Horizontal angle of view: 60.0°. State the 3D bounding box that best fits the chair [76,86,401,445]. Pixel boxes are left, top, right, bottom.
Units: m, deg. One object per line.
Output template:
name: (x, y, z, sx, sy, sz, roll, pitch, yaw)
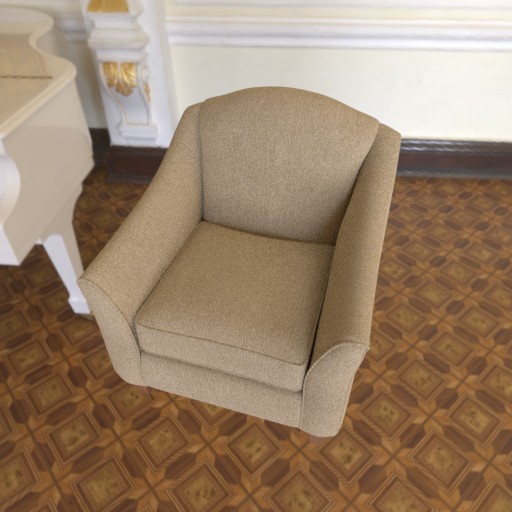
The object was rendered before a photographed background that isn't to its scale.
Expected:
chair: (0.000, 0.000, 1.426, 0.763, 0.839, 0.787, 11, 42, 13)
